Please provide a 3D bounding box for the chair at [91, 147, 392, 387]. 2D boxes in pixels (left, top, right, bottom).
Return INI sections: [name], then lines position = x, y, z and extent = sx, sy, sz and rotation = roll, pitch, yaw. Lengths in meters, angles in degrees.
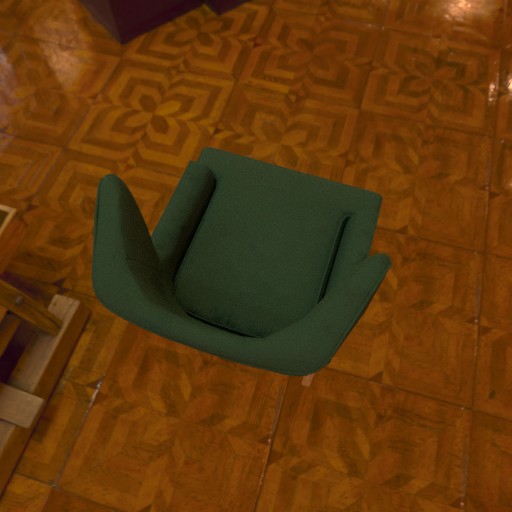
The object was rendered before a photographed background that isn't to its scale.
[chair]
position = 0.000, 0.000, 1.604
extent = 0.793, 0.952, 0.910
rotation = 17, 65, 8
